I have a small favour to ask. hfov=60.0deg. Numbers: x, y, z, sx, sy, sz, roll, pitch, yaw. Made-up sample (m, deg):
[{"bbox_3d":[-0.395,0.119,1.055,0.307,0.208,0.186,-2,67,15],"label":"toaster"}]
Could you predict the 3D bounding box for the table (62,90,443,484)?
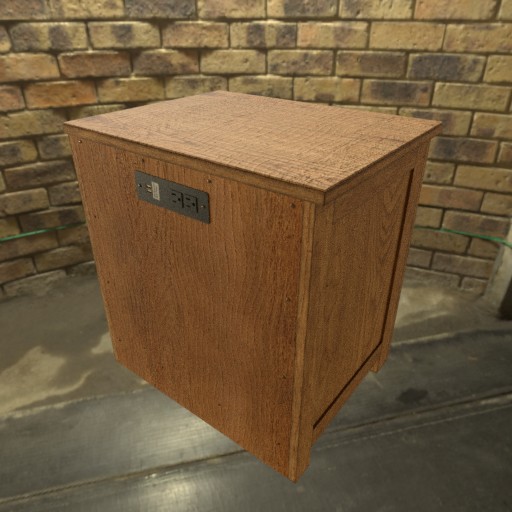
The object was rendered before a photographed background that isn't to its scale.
[{"bbox_3d":[0.000,0.000,1.047,0.601,0.625,0.494,21,36,32],"label":"table"}]
